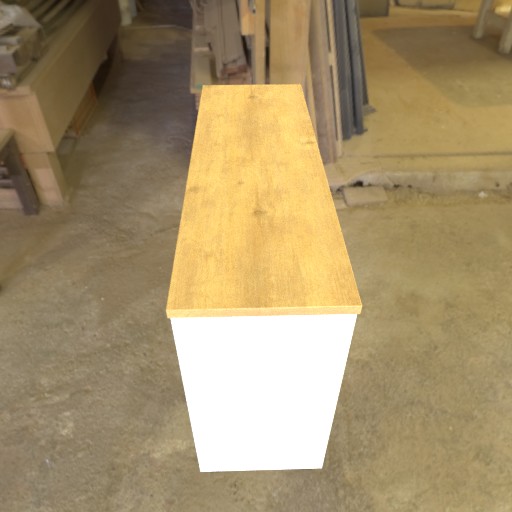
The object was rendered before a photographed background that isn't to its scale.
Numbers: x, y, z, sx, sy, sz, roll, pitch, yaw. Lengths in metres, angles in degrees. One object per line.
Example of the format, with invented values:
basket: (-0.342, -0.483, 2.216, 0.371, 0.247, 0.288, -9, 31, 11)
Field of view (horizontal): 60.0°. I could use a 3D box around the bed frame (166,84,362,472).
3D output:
bed frame: (0.000, 0.000, 1.735, 0.430, 0.850, 1.300, -1, 42, -1)
